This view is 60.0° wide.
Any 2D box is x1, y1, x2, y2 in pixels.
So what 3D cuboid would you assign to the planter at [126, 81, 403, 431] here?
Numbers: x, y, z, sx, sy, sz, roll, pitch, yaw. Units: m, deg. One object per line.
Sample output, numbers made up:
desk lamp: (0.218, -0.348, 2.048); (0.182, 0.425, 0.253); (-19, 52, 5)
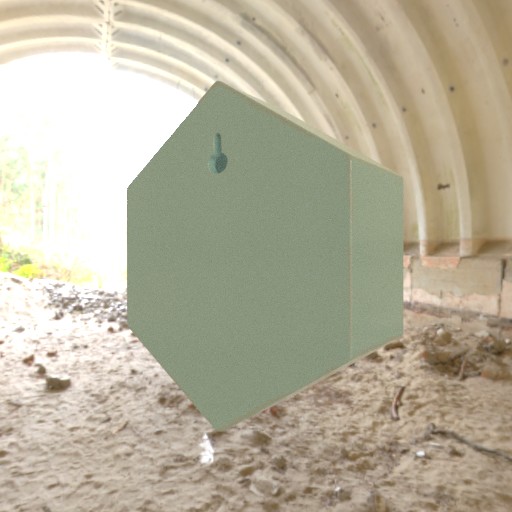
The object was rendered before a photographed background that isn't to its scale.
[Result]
planter: (0.000, 0.000, 0.291); (0.169, 0.207, 0.078); (0, 0, 36)
